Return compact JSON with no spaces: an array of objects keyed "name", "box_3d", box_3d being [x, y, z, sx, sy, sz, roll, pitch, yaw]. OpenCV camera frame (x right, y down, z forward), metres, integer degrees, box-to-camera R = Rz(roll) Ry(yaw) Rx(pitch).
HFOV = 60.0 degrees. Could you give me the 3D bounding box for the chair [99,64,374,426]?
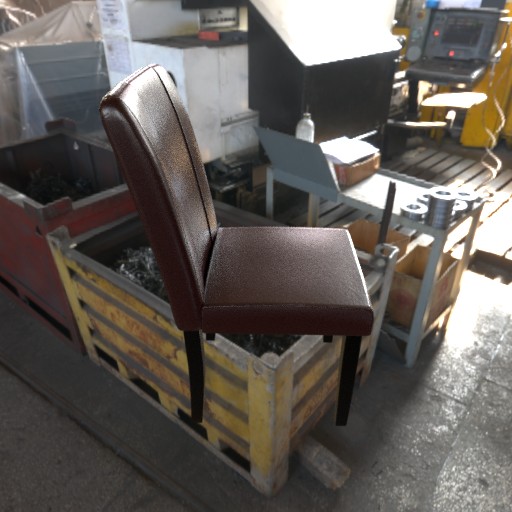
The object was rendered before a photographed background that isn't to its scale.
[{"name":"chair","box_3d":[0.000,0.000,1.168,0.556,0.897,0.399,1,32,1]}]
